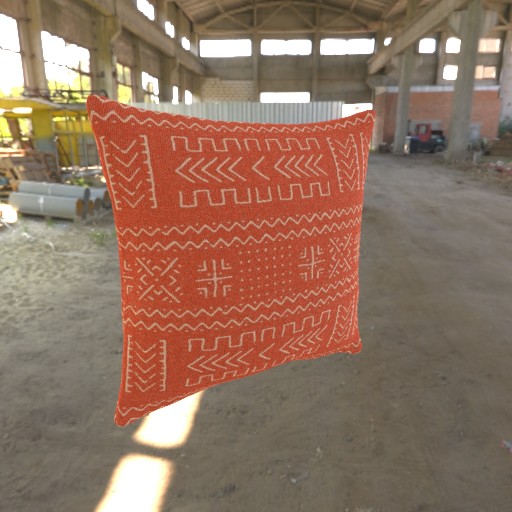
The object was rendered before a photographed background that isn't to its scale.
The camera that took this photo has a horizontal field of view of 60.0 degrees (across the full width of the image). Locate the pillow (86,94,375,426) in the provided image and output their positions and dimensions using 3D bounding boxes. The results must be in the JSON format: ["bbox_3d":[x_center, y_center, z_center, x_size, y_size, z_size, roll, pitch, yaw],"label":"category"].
[{"bbox_3d":[0.000,0.000,0.651,0.438,0.429,0.164,-8,17,-28],"label":"pillow"}]
